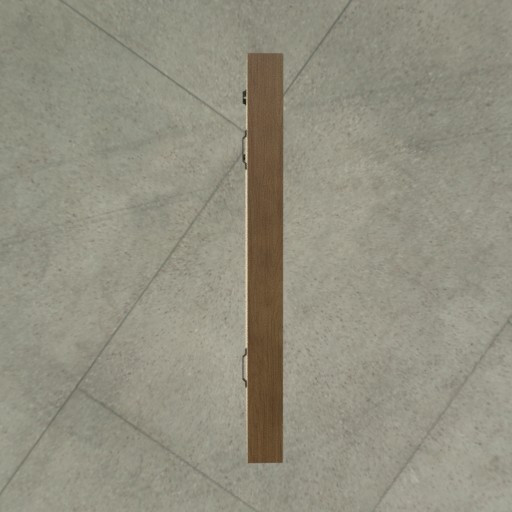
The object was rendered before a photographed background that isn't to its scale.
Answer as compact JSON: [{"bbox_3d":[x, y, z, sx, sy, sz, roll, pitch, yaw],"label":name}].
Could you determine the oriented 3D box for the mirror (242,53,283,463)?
[{"bbox_3d":[0.000,0.000,0.692,0.041,0.509,0.406,0,91,-2],"label":"mirror"}]
